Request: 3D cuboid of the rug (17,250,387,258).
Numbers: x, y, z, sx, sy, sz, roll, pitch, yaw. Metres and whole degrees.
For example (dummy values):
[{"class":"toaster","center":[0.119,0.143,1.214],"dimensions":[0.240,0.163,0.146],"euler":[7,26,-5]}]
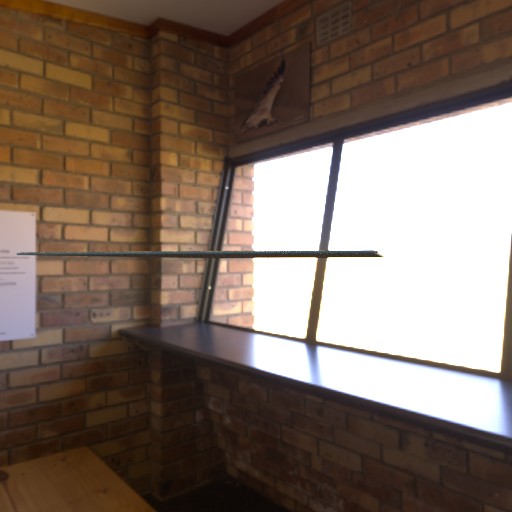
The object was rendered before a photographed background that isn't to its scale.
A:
[{"class":"rug","center":[0.000,0.000,2.795],"dimensions":[1.554,0.012,2.205],"euler":[0,-1,17]}]
